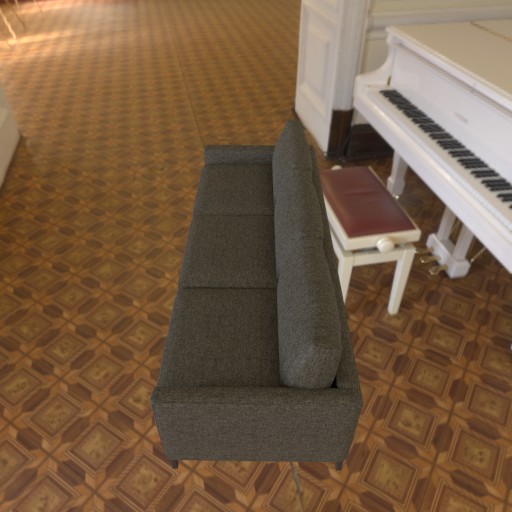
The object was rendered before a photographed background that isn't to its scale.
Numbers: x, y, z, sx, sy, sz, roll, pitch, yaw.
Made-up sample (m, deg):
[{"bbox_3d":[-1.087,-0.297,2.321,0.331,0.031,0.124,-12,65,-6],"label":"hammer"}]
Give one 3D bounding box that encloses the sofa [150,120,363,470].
[{"bbox_3d":[0.000,0.000,2.702,0.876,0.879,2.253,0,40,0],"label":"sofa"}]
